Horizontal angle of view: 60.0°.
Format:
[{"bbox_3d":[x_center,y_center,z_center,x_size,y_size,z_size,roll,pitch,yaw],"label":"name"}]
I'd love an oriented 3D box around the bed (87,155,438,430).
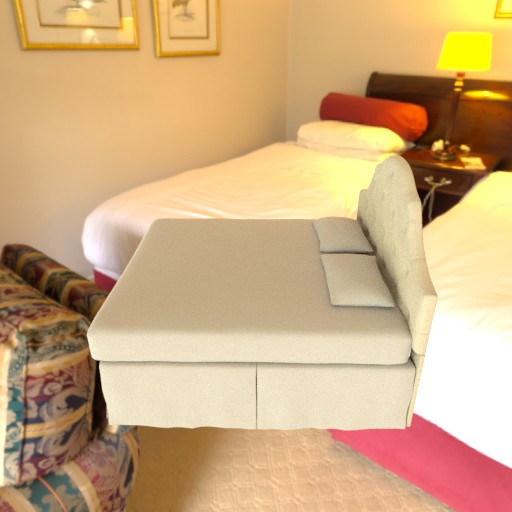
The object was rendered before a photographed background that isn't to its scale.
[{"bbox_3d":[0.000,0.000,3.472,2.086,1.555,2.012,0,27,1],"label":"bed"}]
